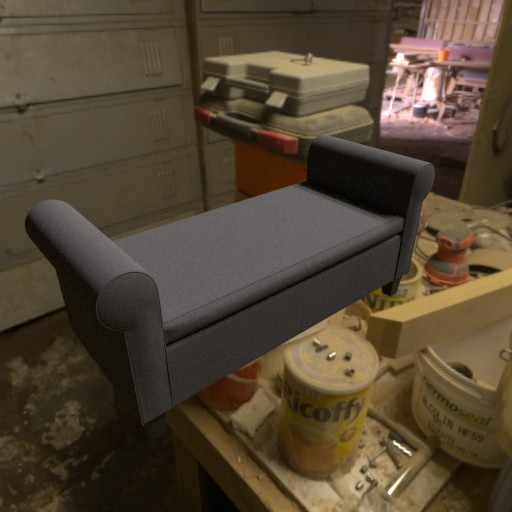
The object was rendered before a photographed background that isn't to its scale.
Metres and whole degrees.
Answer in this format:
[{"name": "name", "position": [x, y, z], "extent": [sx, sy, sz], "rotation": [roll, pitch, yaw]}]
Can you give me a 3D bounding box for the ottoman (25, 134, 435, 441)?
[{"name": "ottoman", "position": [0.000, 0.000, 1.516], "extent": [1.256, 0.547, 0.521], "rotation": [-22, 37, -33]}]
